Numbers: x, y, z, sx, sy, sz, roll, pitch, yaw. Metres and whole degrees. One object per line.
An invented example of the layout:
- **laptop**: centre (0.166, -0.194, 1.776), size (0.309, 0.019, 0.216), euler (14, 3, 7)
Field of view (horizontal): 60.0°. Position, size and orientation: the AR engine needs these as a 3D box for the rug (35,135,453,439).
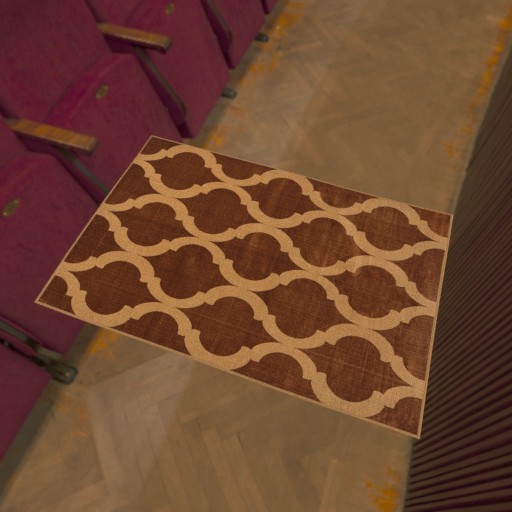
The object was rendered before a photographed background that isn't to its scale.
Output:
- **rug**: centre (0.000, 0.000, 2.821), size (2.290, 0.014, 1.526), euler (17, 59, 10)
